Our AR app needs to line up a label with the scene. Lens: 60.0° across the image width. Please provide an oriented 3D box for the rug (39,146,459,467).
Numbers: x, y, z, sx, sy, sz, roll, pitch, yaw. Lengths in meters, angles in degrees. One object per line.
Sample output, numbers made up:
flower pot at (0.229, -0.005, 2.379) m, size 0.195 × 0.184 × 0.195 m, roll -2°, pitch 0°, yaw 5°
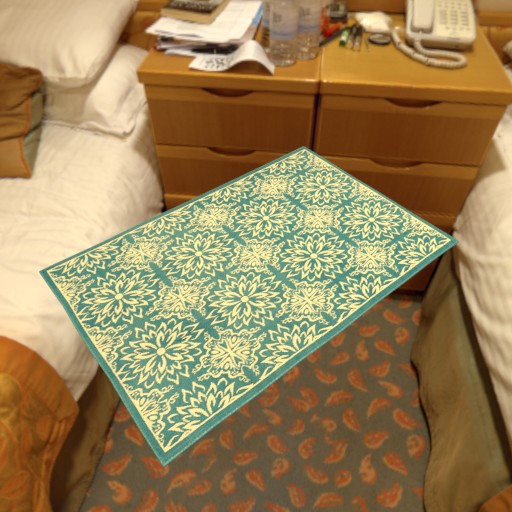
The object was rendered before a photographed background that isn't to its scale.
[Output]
rug at (0.000, 0.000, 3.483) m, size 2.769 × 0.018 × 1.830 m, roll -30°, pitch 53°, yaw -26°
